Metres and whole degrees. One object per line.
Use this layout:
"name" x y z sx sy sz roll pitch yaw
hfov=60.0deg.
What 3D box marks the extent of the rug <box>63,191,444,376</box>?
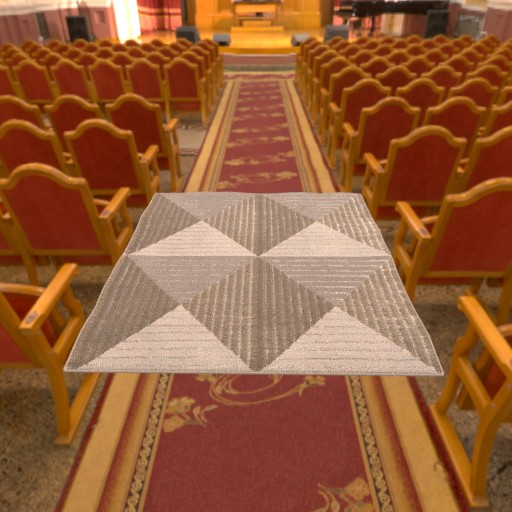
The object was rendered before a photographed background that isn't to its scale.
"rug" 0.000 0.000 0.901 0.551 0.008 0.642 0 31 1
